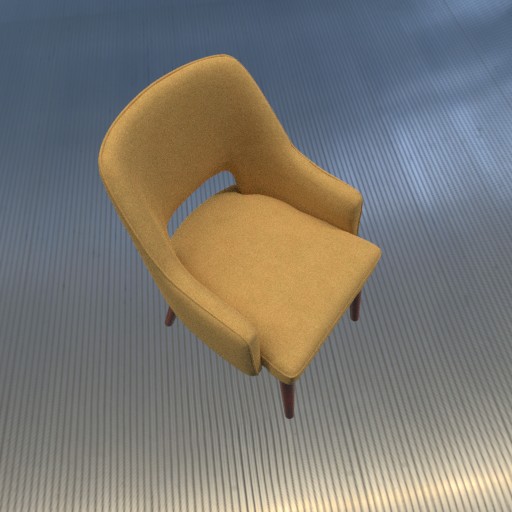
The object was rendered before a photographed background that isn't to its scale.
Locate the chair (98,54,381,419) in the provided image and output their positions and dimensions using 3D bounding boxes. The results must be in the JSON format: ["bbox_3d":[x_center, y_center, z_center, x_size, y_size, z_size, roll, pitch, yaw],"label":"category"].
[{"bbox_3d":[0.000,0.000,1.234,0.605,0.849,0.548,32,64,18],"label":"chair"}]
